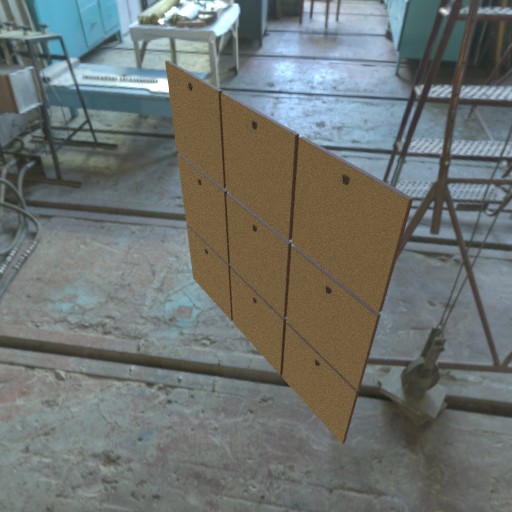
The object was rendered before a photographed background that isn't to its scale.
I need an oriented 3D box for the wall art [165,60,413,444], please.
[{"bbox_3d":[0.000,0.000,1.810,0.024,1.218,1.221,-26,48,-26],"label":"wall art"}]
